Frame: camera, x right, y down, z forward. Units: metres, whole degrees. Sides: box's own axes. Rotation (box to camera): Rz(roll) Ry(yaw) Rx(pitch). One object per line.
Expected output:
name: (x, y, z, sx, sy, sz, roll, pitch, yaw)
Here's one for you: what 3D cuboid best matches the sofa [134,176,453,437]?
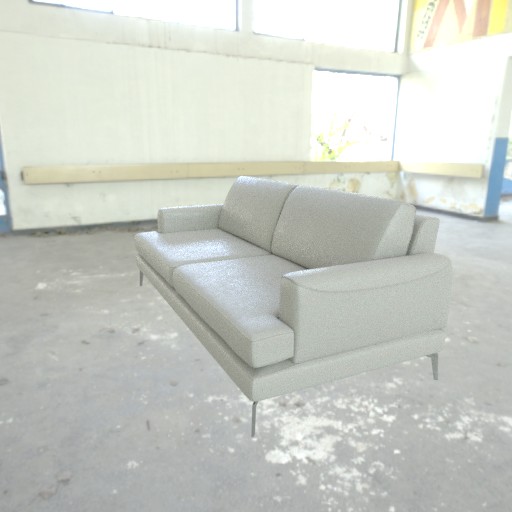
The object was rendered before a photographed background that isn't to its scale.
sofa: (0.000, 0.000, 2.456, 0.974, 0.765, 1.940, -7, 16, -25)
